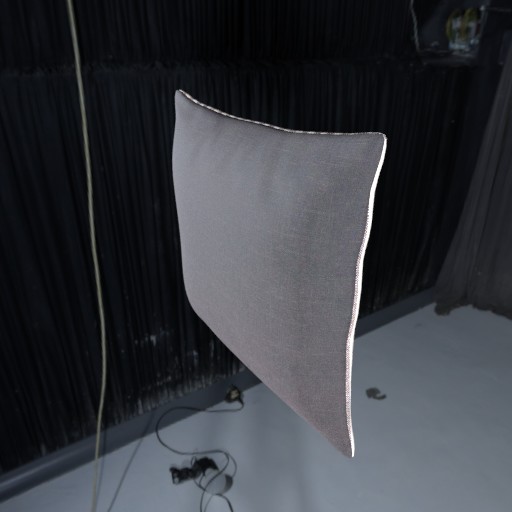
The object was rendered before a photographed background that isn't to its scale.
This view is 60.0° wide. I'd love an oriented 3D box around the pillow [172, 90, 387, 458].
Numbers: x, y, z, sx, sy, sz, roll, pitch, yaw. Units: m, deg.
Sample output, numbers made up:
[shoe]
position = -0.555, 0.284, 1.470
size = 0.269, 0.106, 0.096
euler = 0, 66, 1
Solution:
[pillow]
position = 0.000, 0.000, 0.778
size = 0.166, 0.506, 0.523
euler = -17, 31, -30
